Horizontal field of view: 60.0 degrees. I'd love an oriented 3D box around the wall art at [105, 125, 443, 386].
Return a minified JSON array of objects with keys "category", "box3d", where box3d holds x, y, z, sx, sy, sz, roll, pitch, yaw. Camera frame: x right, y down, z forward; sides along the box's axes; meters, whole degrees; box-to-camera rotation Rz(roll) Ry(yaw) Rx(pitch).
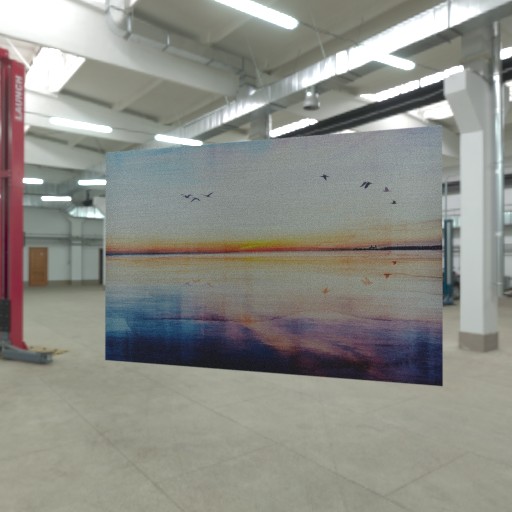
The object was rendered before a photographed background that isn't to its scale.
[{"category":"wall art","box3d":[0.000,0.000,0.778,0.604,0.402,0.018,0,0,17]}]
